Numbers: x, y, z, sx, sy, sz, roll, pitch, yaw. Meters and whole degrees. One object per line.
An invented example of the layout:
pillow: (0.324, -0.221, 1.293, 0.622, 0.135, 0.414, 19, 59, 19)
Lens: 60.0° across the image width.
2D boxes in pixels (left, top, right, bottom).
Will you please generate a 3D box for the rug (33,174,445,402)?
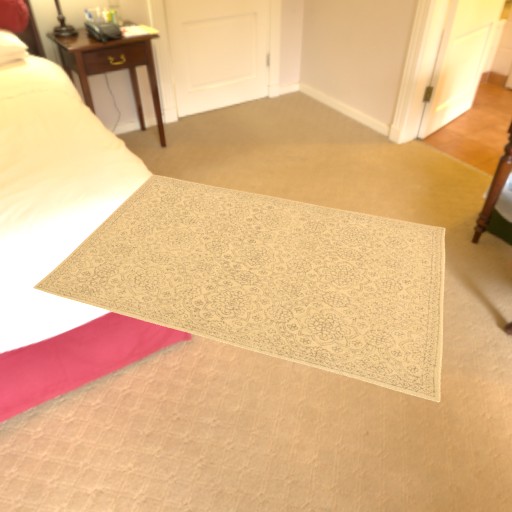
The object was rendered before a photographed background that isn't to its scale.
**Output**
rug: (0.000, 0.000, 3.013, 2.434, 0.023, 1.518, 12, 41, 14)
